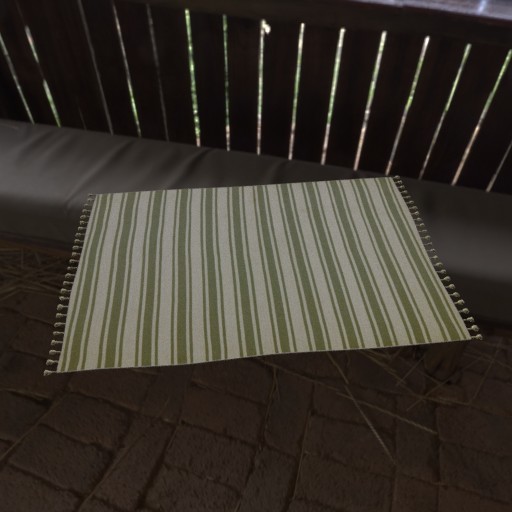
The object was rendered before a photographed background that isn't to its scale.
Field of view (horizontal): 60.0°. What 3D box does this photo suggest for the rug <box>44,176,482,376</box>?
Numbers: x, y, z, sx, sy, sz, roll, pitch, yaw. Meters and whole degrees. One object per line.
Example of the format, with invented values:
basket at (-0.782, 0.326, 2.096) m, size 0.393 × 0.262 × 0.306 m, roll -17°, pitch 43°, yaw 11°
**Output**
rug at (0.000, 0.000, 2.246) m, size 1.875 × 0.013 × 1.162 m, roll -4°, pitch 47°, yaw -4°
